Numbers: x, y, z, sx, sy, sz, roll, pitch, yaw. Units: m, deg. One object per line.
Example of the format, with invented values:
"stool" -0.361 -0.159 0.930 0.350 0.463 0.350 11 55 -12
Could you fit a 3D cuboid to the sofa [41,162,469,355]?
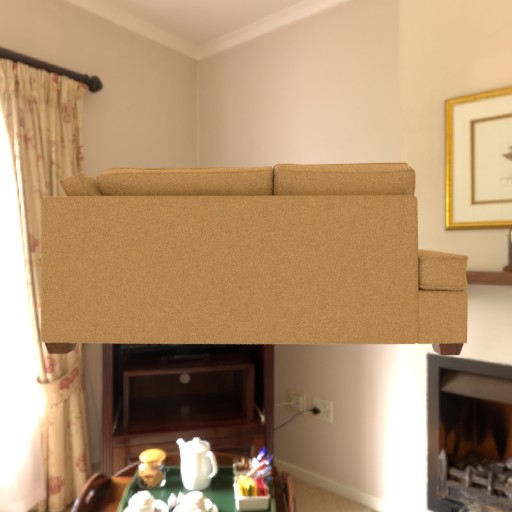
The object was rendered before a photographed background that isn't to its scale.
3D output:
"sofa" 0.000 0.000 2.822 2.237 1.033 1.110 0 0 1
